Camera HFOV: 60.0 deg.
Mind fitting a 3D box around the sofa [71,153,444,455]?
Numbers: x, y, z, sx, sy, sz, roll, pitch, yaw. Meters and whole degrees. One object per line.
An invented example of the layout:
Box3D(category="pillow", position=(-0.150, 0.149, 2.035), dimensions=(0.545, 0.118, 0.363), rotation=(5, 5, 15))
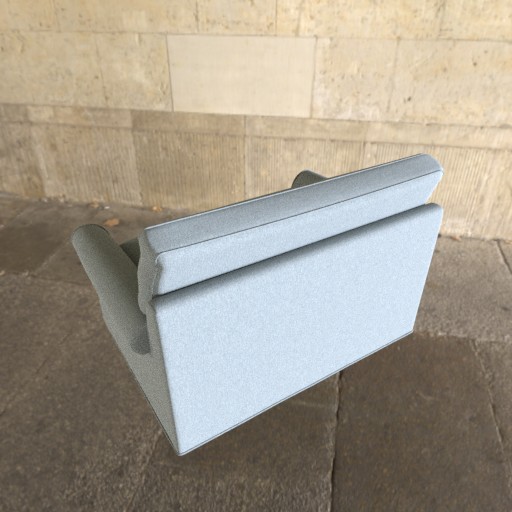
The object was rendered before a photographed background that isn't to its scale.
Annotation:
Box3D(category="sofa", position=(0.000, 0.000, 2.032), dimensions=(1.410, 0.953, 0.940), rotation=(-19, 36, -27))
